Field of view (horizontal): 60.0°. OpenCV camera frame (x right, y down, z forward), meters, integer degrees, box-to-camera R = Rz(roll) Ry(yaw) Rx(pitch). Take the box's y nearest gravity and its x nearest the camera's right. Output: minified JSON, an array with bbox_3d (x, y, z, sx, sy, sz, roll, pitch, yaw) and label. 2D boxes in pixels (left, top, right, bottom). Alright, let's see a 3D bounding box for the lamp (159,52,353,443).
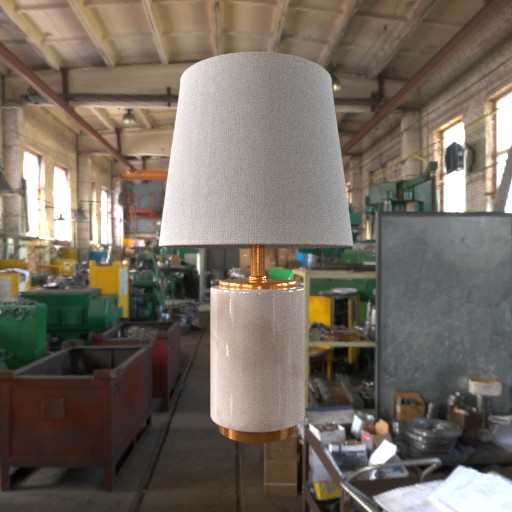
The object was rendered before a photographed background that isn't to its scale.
[{"bbox_3d":[0.000,0.000,0.442,0.189,0.340,0.189,0,0,0],"label":"lamp"}]
